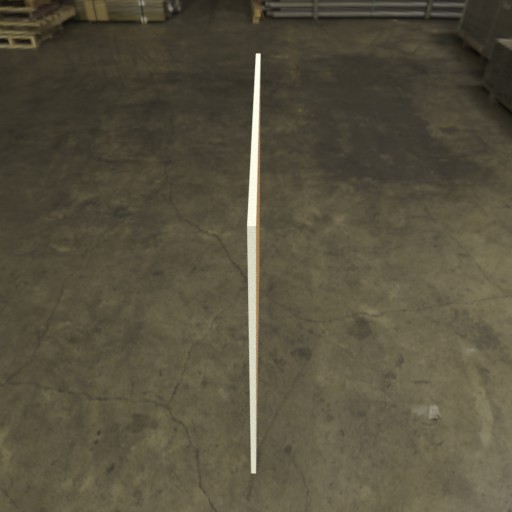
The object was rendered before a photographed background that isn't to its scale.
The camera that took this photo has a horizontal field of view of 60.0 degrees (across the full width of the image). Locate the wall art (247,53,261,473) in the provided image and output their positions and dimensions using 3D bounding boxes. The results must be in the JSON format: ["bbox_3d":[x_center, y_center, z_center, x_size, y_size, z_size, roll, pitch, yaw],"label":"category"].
[{"bbox_3d":[0.000,0.000,1.211,0.013,0.813,0.812,1,41,1],"label":"wall art"}]
